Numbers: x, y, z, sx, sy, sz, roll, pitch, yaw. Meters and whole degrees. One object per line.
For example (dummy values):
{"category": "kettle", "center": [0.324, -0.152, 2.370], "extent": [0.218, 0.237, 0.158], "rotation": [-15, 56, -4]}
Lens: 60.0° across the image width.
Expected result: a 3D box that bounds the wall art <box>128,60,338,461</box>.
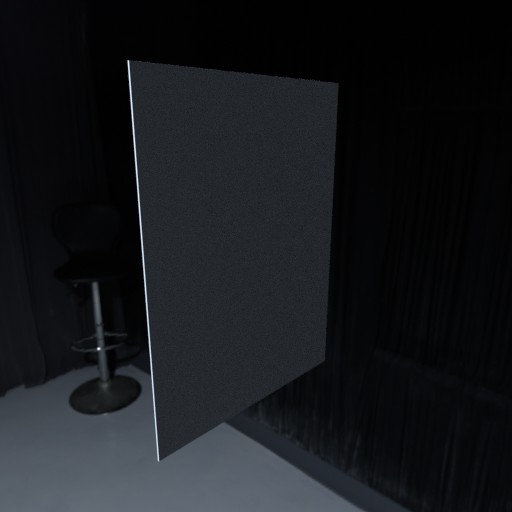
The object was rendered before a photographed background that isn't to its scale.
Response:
{"category": "wall art", "center": [0.000, 0.000, 0.800], "extent": [0.003, 0.609, 0.457], "rotation": [16, 23, 42]}
